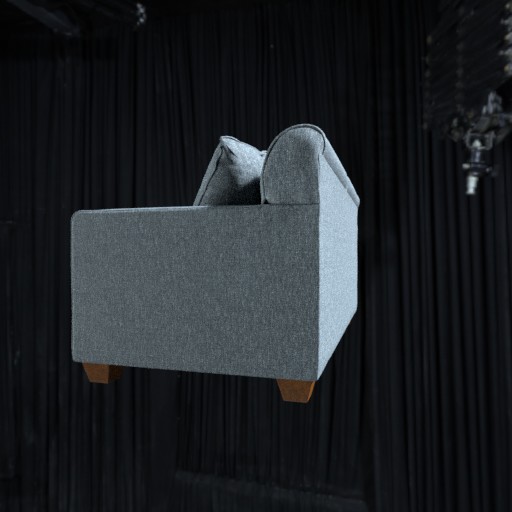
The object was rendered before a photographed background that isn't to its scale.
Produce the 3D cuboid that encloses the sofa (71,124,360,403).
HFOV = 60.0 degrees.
[{"bbox_3d":[0.000,0.000,2.417,0.998,0.958,1.846,0,0,17],"label":"sofa"}]
